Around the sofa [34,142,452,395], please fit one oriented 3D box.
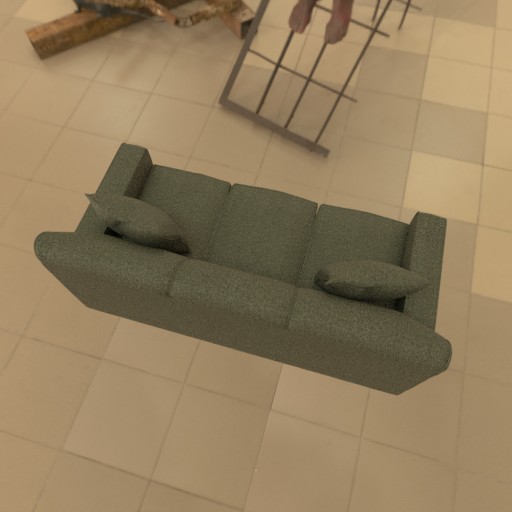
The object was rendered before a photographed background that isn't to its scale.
[{"bbox_3d":[0.000,0.000,2.598,2.024,0.958,0.997,14,65,7],"label":"sofa"}]
